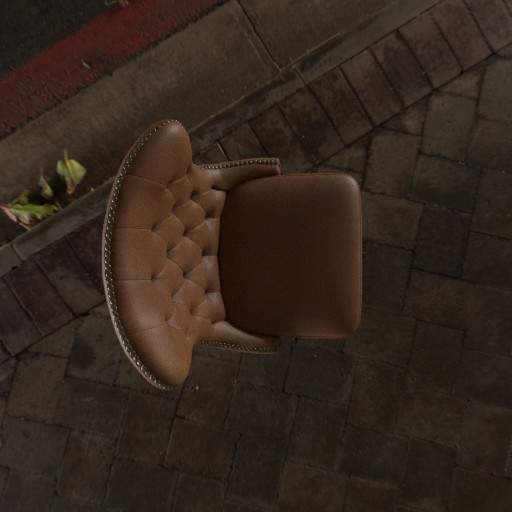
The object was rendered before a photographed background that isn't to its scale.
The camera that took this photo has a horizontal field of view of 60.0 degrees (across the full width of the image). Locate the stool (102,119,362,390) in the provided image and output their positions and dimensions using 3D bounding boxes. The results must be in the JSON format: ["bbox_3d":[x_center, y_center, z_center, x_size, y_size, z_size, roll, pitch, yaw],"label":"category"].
[{"bbox_3d":[0.000,0.000,1.293,0.593,0.971,0.528,0,90,-1],"label":"stool"}]
